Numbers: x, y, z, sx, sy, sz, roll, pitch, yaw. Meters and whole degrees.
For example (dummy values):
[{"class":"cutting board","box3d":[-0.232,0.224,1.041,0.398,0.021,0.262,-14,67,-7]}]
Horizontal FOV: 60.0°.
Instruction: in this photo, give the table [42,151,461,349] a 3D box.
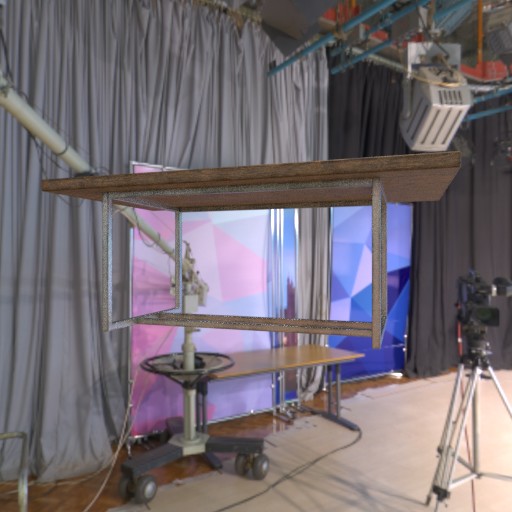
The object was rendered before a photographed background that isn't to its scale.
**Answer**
[{"class":"table","box3d":[0.000,0.000,2.496,1.989,0.795,1.078,0,0,18]}]
